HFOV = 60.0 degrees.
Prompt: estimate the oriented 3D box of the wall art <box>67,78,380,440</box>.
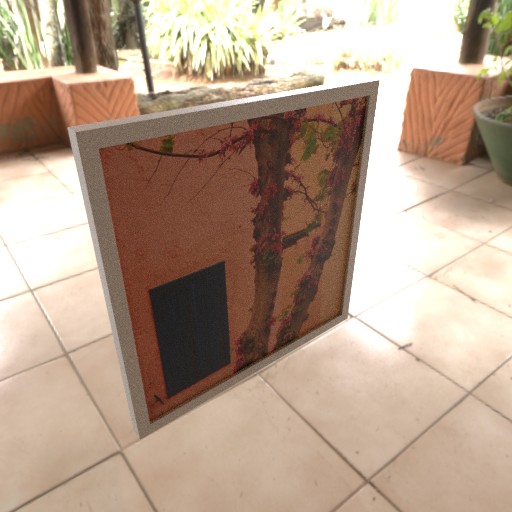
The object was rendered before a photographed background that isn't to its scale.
[{"bbox_3d":[0.000,0.000,1.117,0.762,0.762,0.038,-22,38,-32],"label":"wall art"}]
